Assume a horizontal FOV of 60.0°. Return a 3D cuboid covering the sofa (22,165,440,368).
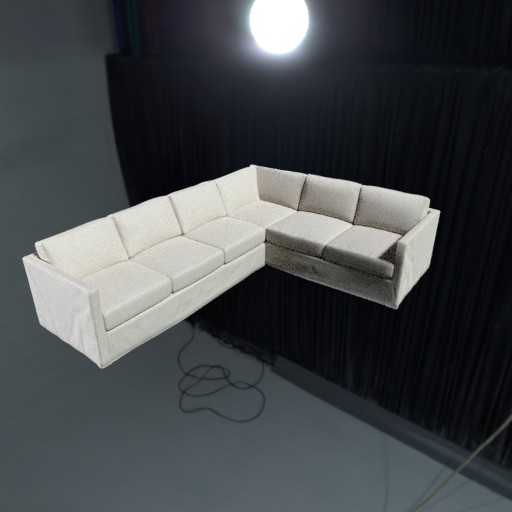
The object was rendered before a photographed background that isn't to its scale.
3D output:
[{"bbox_3d":[0.000,0.000,4.215,2.432,0.871,3.182,18,32,32],"label":"sofa"}]
